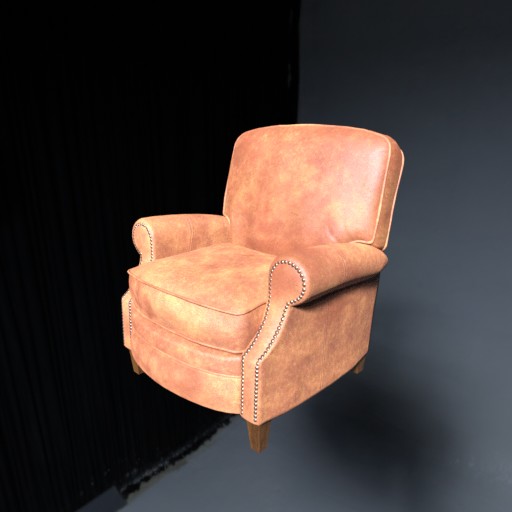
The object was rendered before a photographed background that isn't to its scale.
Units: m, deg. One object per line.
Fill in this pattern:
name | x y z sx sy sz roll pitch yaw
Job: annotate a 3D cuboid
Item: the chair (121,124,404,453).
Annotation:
chair | 0.000 0.000 1.786 0.936 1.018 0.986 15 22 41
